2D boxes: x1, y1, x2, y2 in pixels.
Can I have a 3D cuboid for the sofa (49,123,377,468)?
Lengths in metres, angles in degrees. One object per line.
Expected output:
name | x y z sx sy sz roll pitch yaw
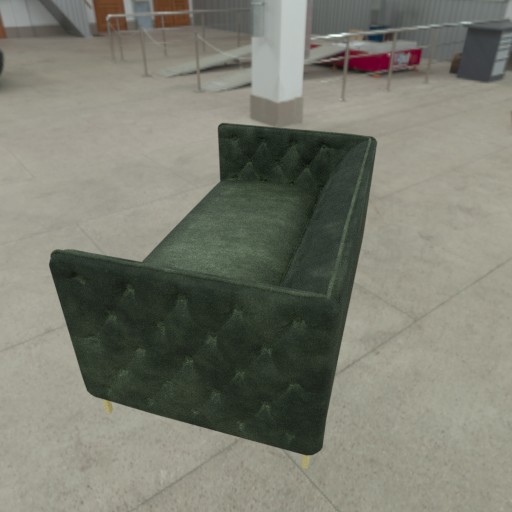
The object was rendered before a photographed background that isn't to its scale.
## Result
sofa | 0.000 0.000 2.024 0.895 0.768 1.537 9 33 14
